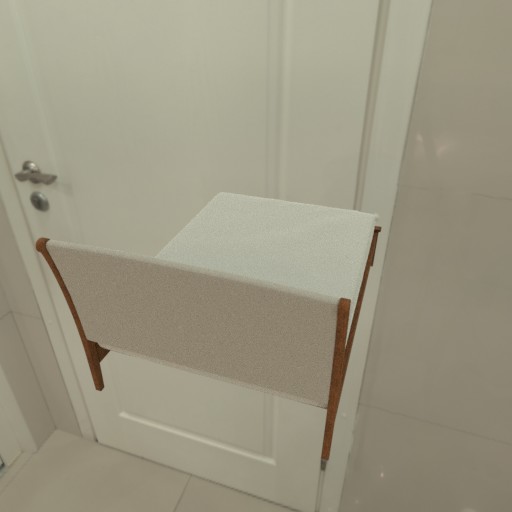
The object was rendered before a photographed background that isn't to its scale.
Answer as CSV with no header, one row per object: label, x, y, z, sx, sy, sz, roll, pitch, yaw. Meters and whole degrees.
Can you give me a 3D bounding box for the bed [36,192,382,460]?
bed,0.000,0.000,2.990,1.502,1.135,2.108,11,34,16
